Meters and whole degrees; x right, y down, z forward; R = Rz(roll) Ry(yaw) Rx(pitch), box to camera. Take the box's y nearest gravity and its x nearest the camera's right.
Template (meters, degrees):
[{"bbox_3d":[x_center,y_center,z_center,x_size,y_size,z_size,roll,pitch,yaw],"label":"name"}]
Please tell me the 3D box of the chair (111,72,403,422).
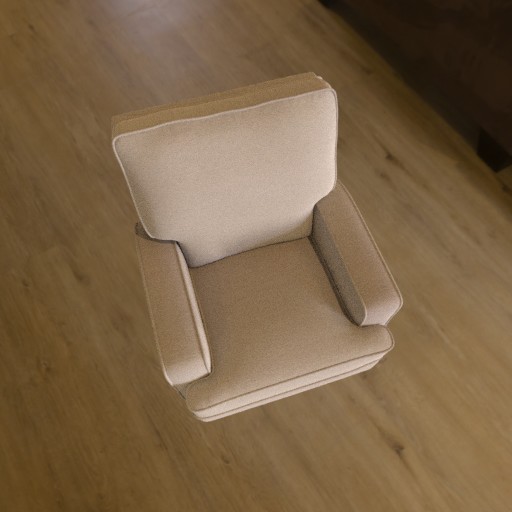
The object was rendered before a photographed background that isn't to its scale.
[{"bbox_3d":[0.000,0.000,1.670,0.861,0.964,0.969,-16,64,-8],"label":"chair"}]
